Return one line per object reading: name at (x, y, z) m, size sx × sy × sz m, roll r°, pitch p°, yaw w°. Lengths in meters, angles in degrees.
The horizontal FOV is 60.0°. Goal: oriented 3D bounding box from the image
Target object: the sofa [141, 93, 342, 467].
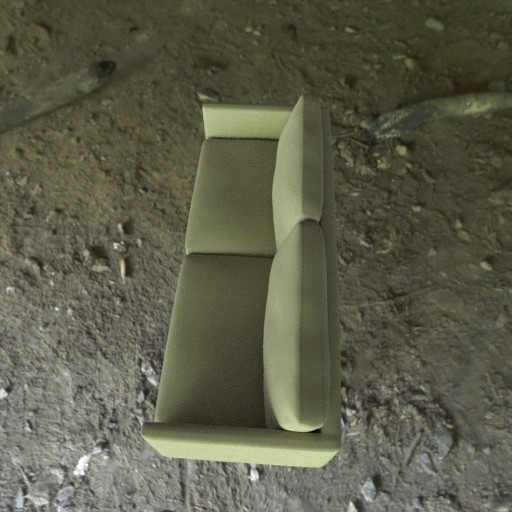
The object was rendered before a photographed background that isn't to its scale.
sofa at (0.000, 0.000, 2.894) m, size 0.988 × 0.912 × 2.404 m, roll 3°, pitch 58°, yaw 2°
